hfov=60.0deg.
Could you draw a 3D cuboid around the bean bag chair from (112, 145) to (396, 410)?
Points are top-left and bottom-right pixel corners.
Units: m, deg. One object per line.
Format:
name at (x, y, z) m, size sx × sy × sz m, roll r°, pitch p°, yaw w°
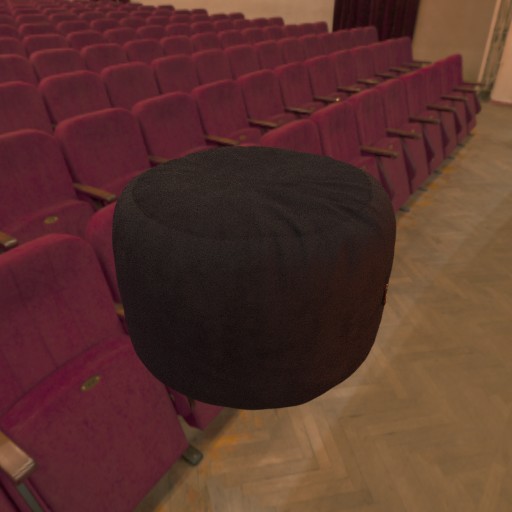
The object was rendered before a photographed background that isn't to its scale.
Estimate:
bean bag chair at (0.000, 0.000, 2.019) m, size 1.219 × 0.762 × 1.219 m, roll 0°, pitch 31°, yaw 0°
